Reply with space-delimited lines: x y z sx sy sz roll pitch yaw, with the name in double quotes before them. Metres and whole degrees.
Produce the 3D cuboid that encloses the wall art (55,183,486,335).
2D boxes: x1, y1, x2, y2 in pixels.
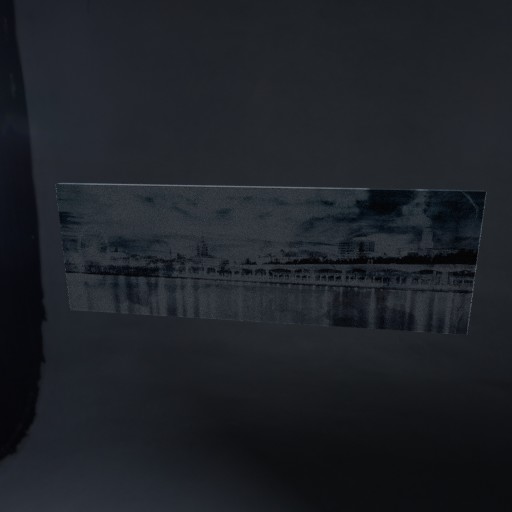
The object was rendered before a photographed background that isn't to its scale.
"wall art" 0.000 0.000 1.639 1.524 0.509 0.037 2 15 9
